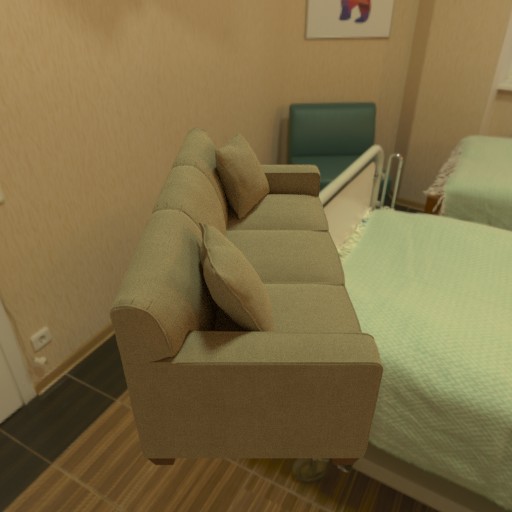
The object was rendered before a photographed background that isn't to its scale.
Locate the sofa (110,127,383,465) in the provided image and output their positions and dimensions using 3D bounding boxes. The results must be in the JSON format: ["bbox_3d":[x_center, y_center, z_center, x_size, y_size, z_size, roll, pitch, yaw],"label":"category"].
[{"bbox_3d":[0.000,0.000,2.527,0.997,0.958,2.024,0,32,0],"label":"sofa"}]
